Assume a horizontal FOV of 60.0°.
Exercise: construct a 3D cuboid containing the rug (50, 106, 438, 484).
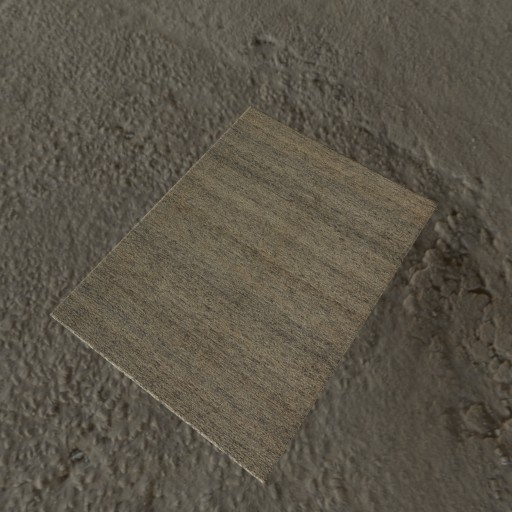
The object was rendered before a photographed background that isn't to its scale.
[{"bbox_3d":[0.000,0.000,4.377,2.414,0.036,3.199,32,67,15],"label":"rug"}]
